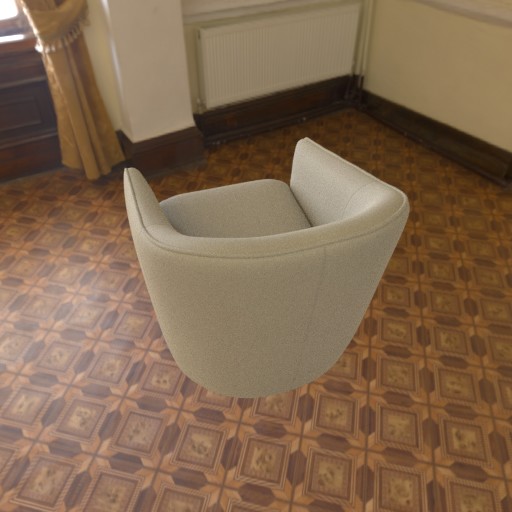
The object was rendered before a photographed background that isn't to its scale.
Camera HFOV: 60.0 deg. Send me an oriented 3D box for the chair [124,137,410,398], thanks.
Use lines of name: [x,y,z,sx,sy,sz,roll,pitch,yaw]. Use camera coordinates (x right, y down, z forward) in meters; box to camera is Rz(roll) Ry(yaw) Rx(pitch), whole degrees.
chair: [0.000,0.000,1.476,0.747,0.799,0.875,-13,43,-14]
